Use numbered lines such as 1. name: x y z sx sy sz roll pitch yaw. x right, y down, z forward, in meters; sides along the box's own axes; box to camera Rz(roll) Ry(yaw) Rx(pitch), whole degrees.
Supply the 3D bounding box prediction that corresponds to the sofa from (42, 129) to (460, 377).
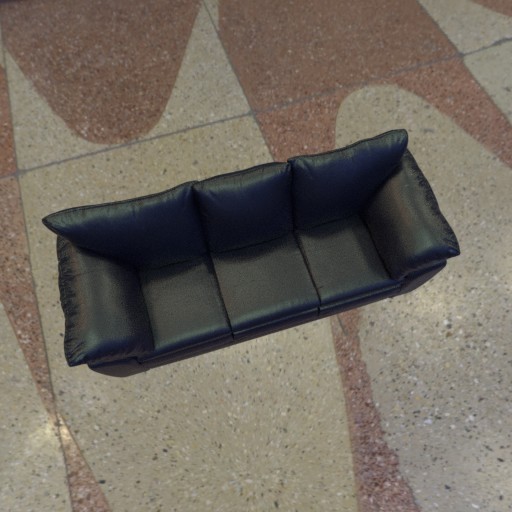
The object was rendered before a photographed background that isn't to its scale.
1. sofa: 0.000 0.000 2.831 2.336 1.073 0.880 -15 65 -8
